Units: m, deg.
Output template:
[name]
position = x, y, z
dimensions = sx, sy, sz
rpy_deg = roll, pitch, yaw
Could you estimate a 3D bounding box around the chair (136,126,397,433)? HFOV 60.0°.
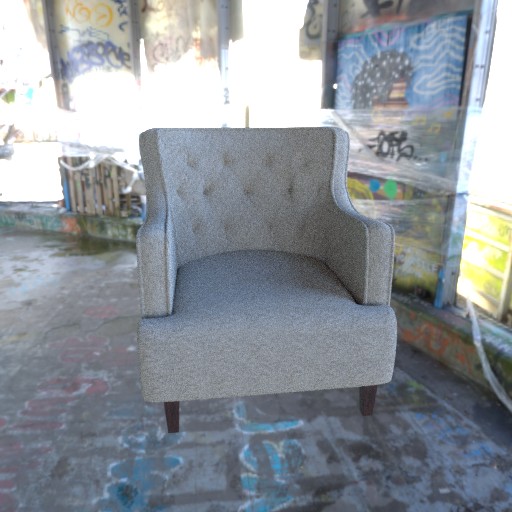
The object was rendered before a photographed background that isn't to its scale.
[chair]
position = 0.000, 0.000, 1.680
dimensions = 0.820, 0.920, 0.910
rpy_deg = -2, 18, -7
